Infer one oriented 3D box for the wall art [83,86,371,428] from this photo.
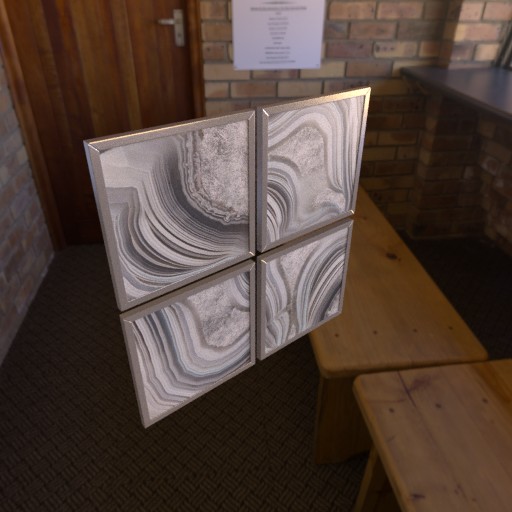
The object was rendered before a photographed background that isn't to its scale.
[{"bbox_3d":[0.000,0.000,1.723,1.118,1.118,0.029,-23,38,-32],"label":"wall art"}]
